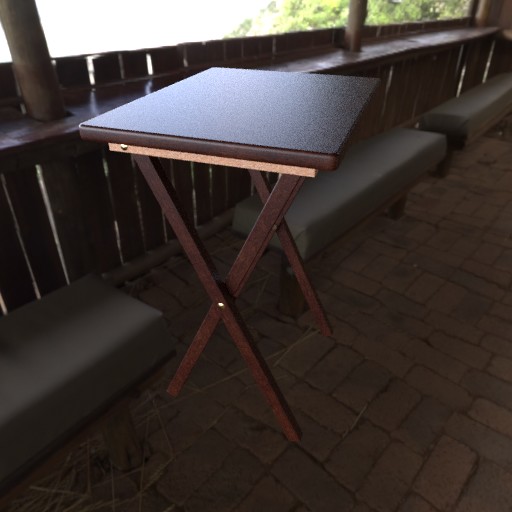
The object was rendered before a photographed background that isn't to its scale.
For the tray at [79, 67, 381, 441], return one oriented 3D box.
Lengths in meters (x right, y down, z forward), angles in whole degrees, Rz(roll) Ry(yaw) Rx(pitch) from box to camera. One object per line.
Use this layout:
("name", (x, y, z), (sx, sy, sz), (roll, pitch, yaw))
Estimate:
("tray", (0.000, 0.000, 0.954), (0.381, 0.660, 0.483), (11, 34, 16))
